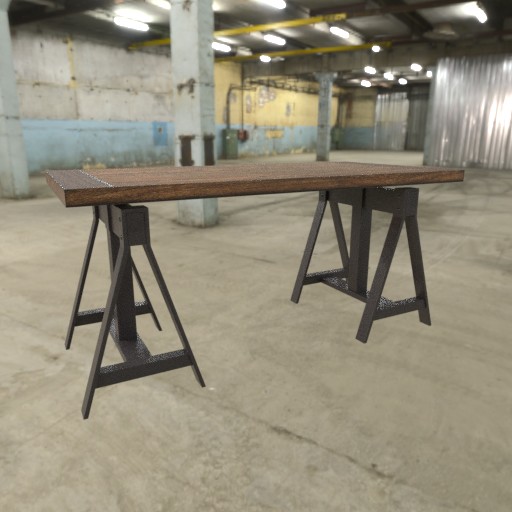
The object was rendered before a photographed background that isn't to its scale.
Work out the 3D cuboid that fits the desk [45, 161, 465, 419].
[{"bbox_3d":[0.000,0.000,1.902,1.543,0.725,0.784,-8,17,-27],"label":"desk"}]
